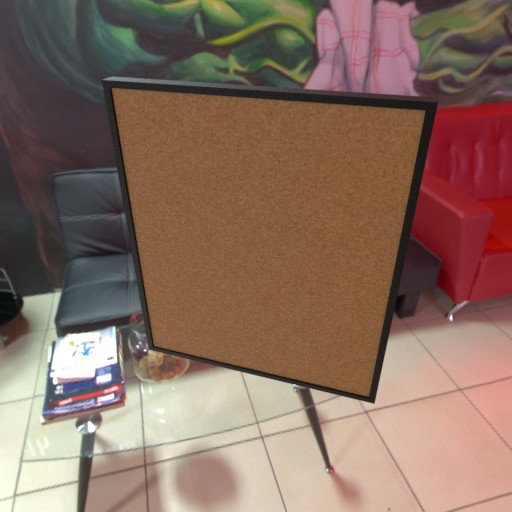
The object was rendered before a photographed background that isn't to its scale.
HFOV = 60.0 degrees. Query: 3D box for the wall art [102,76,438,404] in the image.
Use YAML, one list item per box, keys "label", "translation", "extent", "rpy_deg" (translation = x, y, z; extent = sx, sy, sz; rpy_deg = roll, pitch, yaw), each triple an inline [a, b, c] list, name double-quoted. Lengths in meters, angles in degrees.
- label: "wall art"
  translation: [0.000, 0.000, 0.527]
  extent: [0.330, 0.381, 0.019]
  rpy_deg: [10, 33, 15]
